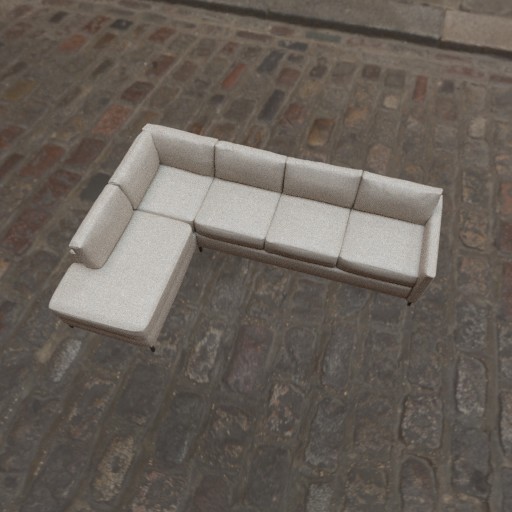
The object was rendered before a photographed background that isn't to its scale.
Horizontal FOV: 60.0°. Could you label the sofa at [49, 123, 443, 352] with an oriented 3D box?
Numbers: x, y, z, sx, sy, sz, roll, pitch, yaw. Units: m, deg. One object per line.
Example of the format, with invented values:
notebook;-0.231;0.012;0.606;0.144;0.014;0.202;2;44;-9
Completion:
sofa;0.000;0.000;3.163;2.423;0.703;1.617;14;59;9
